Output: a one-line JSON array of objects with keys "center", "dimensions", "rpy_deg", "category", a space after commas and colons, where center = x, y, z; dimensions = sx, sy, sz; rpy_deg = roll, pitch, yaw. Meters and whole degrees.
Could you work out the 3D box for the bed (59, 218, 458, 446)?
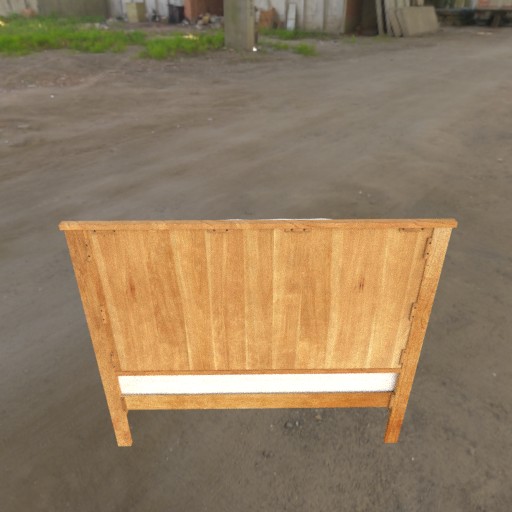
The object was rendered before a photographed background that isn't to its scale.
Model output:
[{"center": [0.000, 0.000, 4.054], "dimensions": [2.225, 1.938, 2.530], "rpy_deg": [0, 31, -1], "category": "bed"}]
